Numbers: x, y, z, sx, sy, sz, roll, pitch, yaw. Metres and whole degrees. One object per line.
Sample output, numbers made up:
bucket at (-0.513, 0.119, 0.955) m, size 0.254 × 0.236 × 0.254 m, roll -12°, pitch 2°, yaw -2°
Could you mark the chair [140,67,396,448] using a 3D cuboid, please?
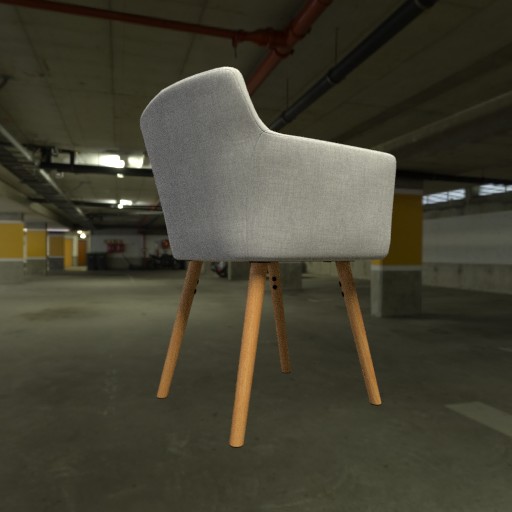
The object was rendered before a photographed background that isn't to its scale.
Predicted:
chair at (0.000, 0.000, 1.179) m, size 0.540 × 0.780 × 0.570 m, roll 0°, pitch 0°, yaw -35°
